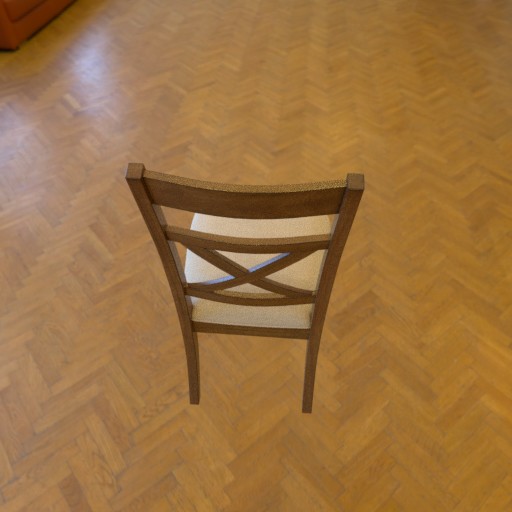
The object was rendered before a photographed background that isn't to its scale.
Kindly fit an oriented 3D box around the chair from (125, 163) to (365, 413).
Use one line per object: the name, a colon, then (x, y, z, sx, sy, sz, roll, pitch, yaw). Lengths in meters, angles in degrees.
chair: (0.000, 0.000, 1.277, 0.461, 0.949, 0.581, 3, 46, 3)
